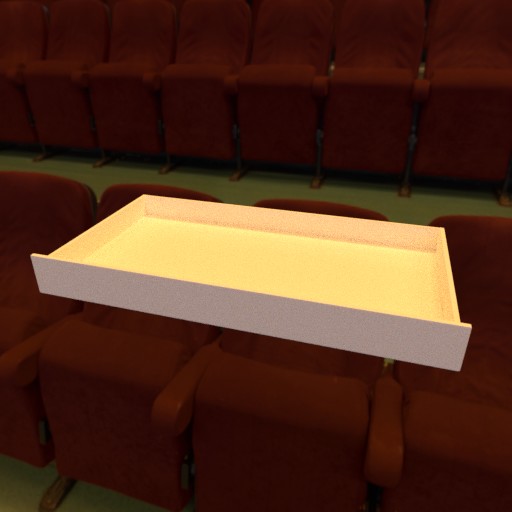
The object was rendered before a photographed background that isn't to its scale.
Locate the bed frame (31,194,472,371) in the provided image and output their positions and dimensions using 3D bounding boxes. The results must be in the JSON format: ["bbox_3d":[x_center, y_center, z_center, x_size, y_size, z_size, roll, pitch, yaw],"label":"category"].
[{"bbox_3d":[0.000,0.000,1.558,1.300,0.141,0.670,8,29,15],"label":"bed frame"}]
